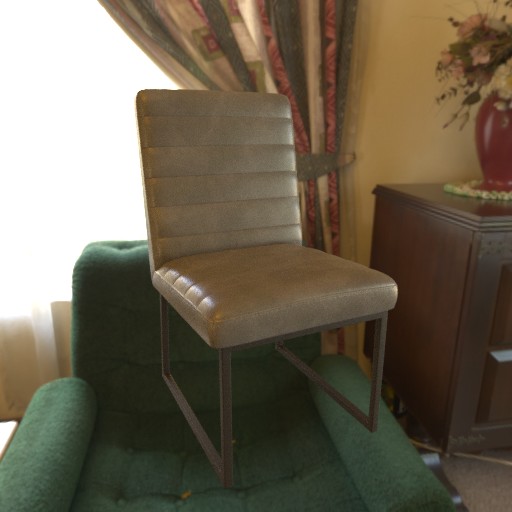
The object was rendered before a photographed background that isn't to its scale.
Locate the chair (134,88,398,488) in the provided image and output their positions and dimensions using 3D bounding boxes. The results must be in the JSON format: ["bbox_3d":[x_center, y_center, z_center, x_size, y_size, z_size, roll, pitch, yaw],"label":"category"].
[{"bbox_3d":[0.000,0.000,1.274,0.520,0.930,0.634,-8,18,-26],"label":"chair"}]
